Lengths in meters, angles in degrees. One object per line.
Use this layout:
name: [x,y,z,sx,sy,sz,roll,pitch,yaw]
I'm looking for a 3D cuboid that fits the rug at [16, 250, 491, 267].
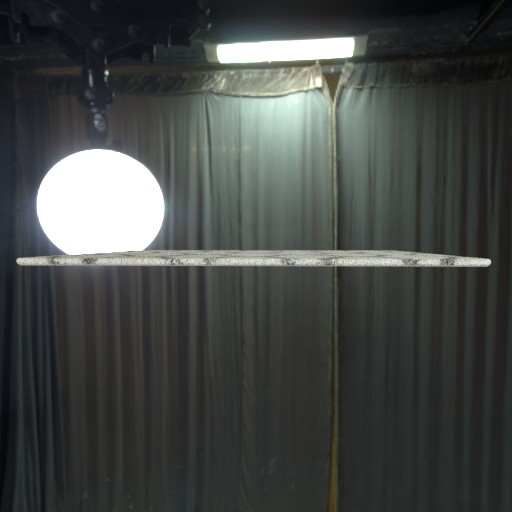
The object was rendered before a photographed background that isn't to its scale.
rug: [0.000,0.000,2.074,1.600,0.025,1.200,0,2,3]
